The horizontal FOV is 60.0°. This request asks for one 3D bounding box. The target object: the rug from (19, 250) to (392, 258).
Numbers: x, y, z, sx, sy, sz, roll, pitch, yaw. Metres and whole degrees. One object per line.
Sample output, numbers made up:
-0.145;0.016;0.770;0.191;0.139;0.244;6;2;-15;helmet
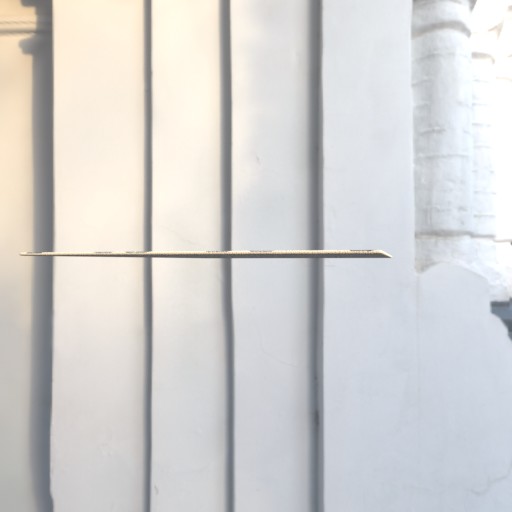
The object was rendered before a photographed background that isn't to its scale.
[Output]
0.000;0.000;3.834;2.211;0.021;2.910;0;-1;18;rug
